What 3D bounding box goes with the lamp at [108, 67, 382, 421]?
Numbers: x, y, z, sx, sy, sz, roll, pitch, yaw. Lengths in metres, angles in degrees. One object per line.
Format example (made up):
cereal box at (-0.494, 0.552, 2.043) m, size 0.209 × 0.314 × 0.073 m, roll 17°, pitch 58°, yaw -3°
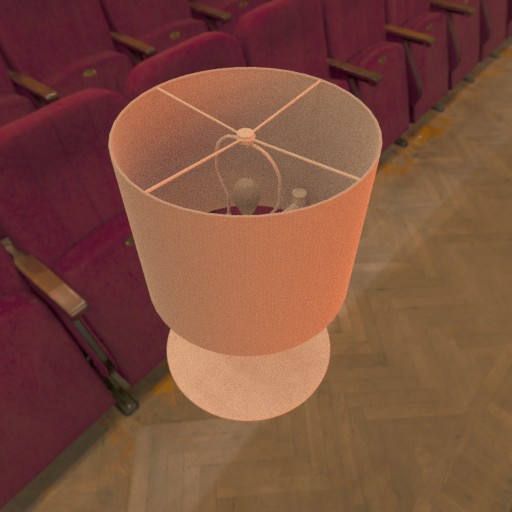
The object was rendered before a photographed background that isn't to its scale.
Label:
lamp at (0.000, 0.000, 0.670) m, size 0.299 × 0.454 × 0.341 m, roll 31°, pitch 55°, yaw 26°
